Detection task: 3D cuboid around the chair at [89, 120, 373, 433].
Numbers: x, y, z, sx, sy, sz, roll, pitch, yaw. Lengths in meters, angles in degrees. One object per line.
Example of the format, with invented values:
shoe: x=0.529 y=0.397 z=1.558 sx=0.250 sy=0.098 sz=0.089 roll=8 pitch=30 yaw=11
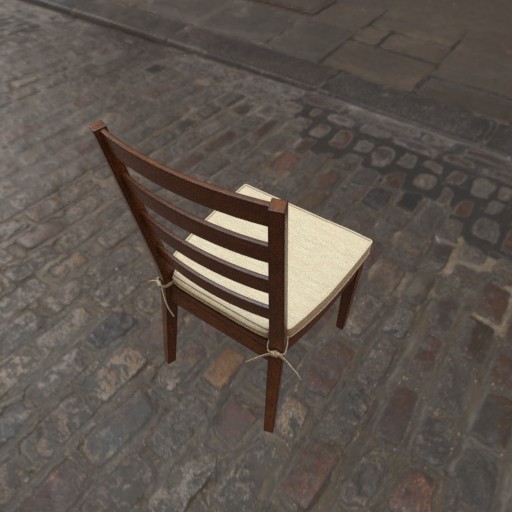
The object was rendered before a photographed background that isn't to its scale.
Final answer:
chair: x=0.000 y=0.000 z=1.359 sx=0.593 sy=0.979 sz=0.595 roll=27 pitch=52 yaw=24
